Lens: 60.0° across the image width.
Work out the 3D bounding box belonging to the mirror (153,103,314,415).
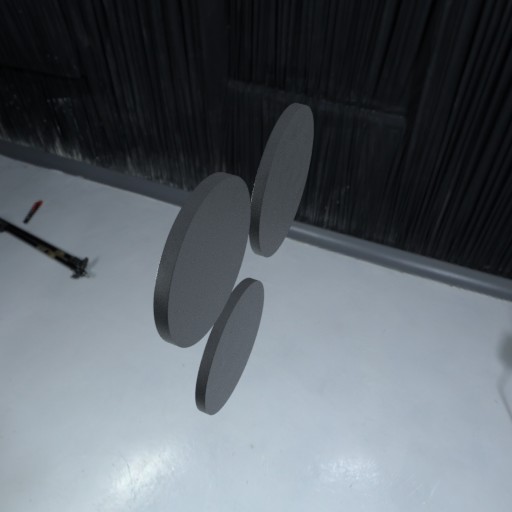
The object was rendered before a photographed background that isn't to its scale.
[{"bbox_3d":[0.000,0.000,3.123,0.076,2.096,2.160,18,50,15],"label":"mirror"}]
